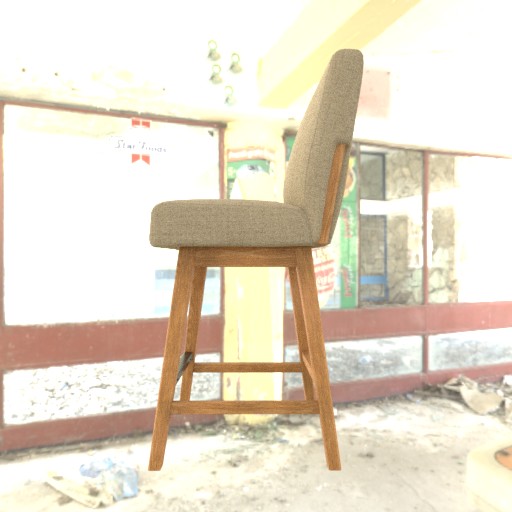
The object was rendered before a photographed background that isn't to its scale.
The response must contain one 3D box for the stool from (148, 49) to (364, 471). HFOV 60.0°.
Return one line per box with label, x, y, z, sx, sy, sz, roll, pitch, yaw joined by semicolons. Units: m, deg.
stool;0.000;0.000;1.270;0.526;1.010;0.459;0;0;0
